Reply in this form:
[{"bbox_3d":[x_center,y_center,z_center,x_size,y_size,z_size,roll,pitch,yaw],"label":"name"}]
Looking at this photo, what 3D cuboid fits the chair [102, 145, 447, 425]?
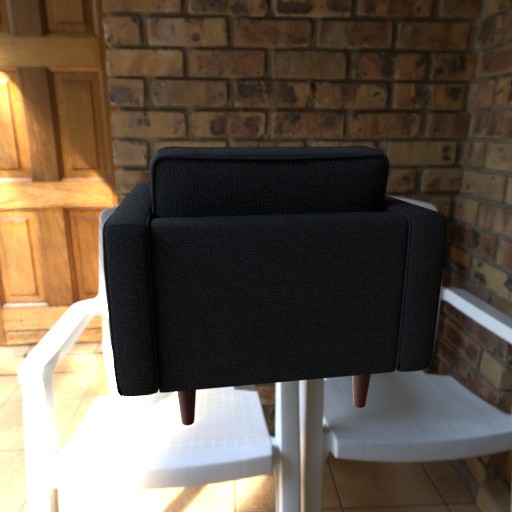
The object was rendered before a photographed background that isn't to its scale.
[{"bbox_3d":[0.000,0.000,1.572,0.899,0.770,0.919,-3,16,-9],"label":"chair"}]
